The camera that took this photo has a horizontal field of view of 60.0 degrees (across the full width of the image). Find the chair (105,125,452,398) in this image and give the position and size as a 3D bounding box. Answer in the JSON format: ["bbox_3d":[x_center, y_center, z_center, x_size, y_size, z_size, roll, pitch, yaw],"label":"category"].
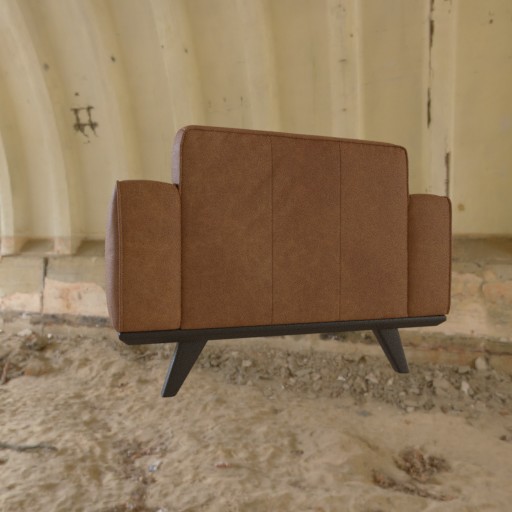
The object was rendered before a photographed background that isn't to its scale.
[{"bbox_3d":[0.000,0.000,1.739,1.118,0.782,0.952,0,1,-18],"label":"chair"}]
